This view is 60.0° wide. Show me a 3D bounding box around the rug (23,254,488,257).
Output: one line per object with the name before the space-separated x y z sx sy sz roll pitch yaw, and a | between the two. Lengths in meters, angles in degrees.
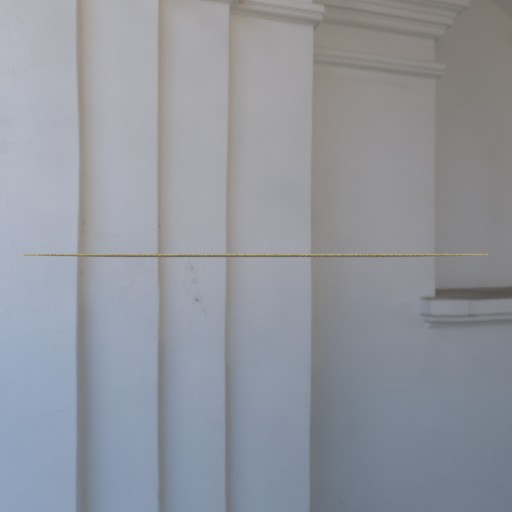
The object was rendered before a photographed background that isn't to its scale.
rug | 0.000 0.000 2.940 2.286 0.006 1.524 0 0 1
